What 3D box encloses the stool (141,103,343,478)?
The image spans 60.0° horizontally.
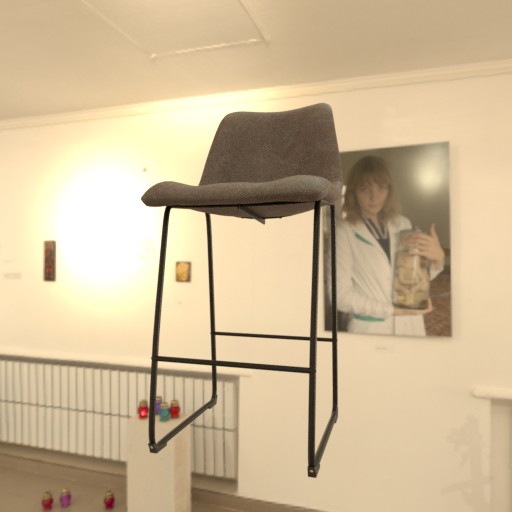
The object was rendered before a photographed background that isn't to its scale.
[{"bbox_3d":[0.000,0.000,1.379,0.514,1.082,0.561,0,0,18],"label":"stool"}]
